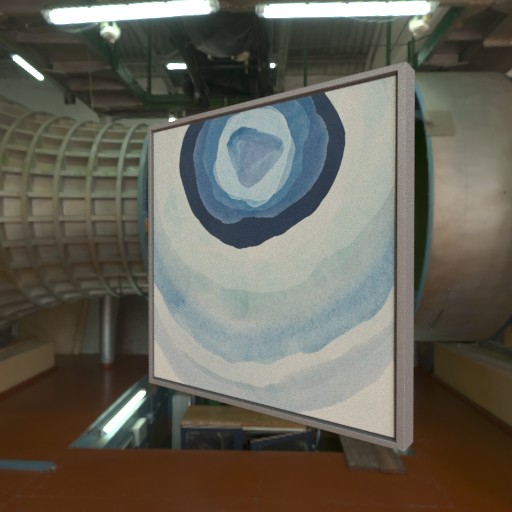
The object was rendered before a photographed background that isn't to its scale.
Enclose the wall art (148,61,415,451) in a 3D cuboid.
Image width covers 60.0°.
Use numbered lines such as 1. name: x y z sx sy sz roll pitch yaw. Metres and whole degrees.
1. wall art: 0.000 0.000 0.508 0.349 0.349 0.028 1 1 37
